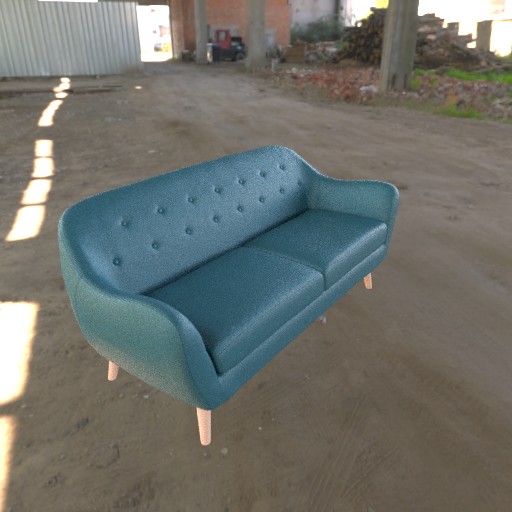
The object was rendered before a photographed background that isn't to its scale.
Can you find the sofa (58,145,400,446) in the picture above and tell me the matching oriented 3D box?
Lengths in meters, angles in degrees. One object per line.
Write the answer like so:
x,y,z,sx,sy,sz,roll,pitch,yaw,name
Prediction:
0.000,0.000,2.269,0.820,0.836,1.840,18,31,33,sofa
